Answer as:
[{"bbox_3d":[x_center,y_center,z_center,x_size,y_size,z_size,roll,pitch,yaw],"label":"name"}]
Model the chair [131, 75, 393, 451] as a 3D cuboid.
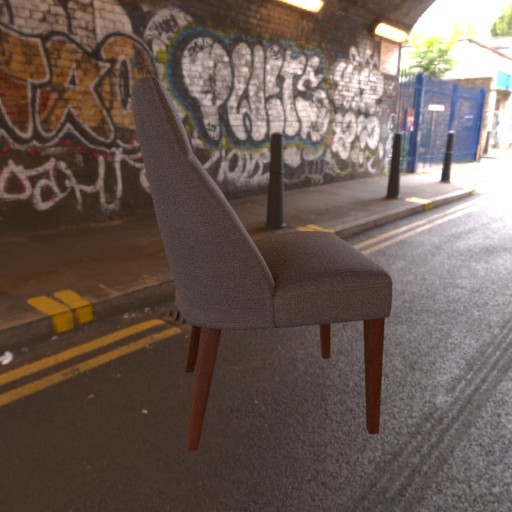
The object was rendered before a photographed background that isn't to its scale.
[{"bbox_3d":[0.000,0.000,1.268,0.620,0.930,0.500,-3,16,-9],"label":"chair"}]
